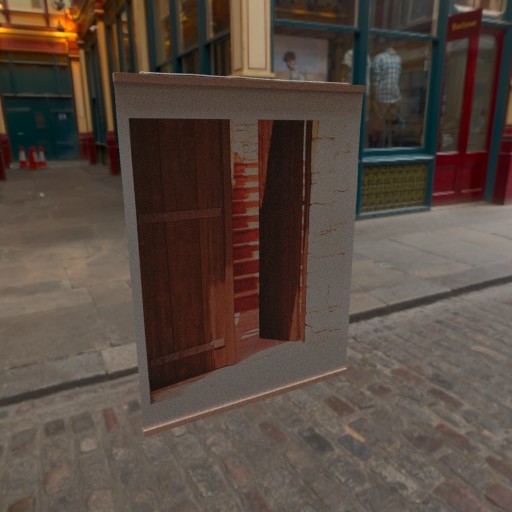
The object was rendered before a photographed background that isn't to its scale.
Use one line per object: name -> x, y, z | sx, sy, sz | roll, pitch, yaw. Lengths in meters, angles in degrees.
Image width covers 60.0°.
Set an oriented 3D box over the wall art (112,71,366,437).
wall art -> 0.000, 0.000, 1.351 | 0.758, 1.013, 0.020 | -8, 18, -27
